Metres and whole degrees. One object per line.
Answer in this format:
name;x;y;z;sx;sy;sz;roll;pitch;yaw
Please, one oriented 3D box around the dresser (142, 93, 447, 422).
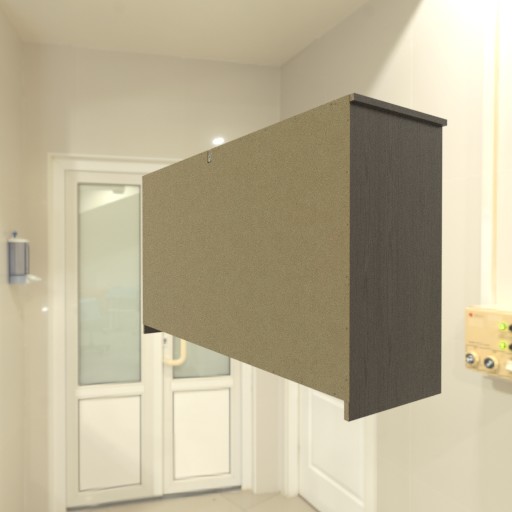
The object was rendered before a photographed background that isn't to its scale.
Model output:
dresser;0.000;0.000;1.681;0.401;0.755;1.360;0;1;-34
